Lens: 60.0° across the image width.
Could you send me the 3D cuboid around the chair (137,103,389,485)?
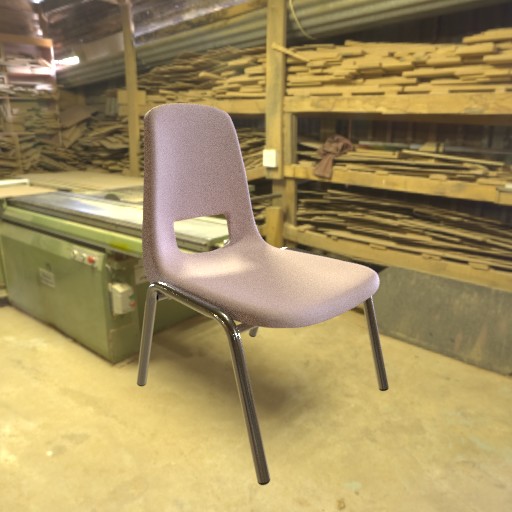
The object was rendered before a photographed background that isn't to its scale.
[{"bbox_3d":[0.000,0.000,0.801,0.354,0.537,0.385,-15,22,-43],"label":"chair"}]
